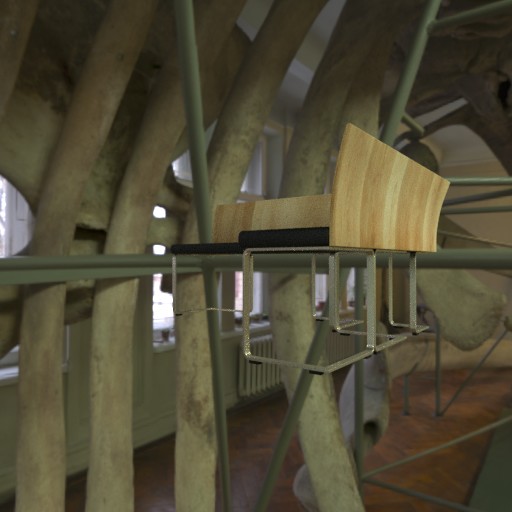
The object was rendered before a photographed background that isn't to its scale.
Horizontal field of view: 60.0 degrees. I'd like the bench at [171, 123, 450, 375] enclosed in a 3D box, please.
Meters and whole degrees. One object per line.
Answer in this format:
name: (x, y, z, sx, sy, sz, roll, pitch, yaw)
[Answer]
bench: (0.000, 0.000, 2.768, 1.945, 0.930, 1.495, 0, -1, 36)
